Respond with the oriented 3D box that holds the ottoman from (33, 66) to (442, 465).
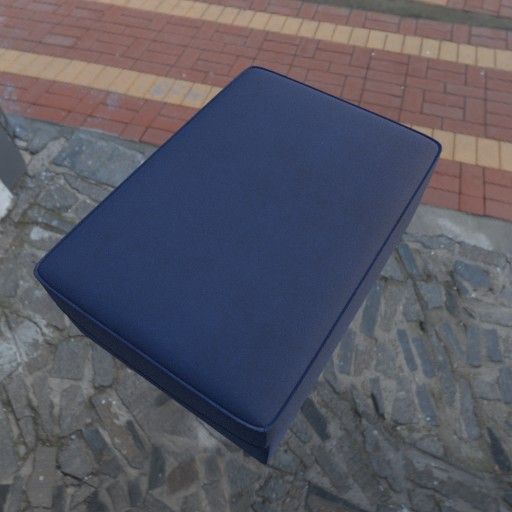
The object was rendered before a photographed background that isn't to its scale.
[{"bbox_3d":[0.000,0.000,1.360,0.686,0.584,0.965,29,63,17],"label":"ottoman"}]
